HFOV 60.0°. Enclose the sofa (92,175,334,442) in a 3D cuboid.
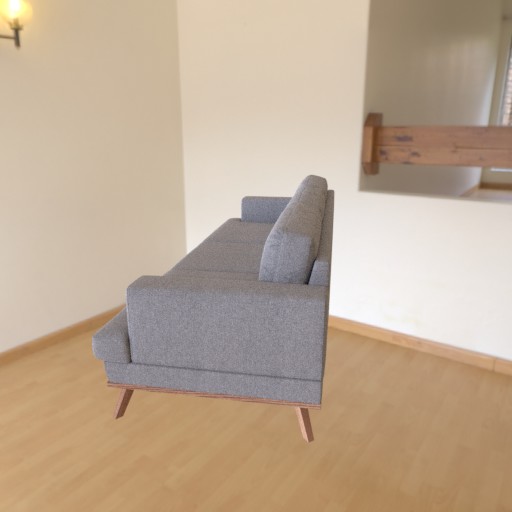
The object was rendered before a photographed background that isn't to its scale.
[{"bbox_3d":[0.000,0.000,2.734,0.920,0.810,2.310,3,17,10],"label":"sofa"}]
